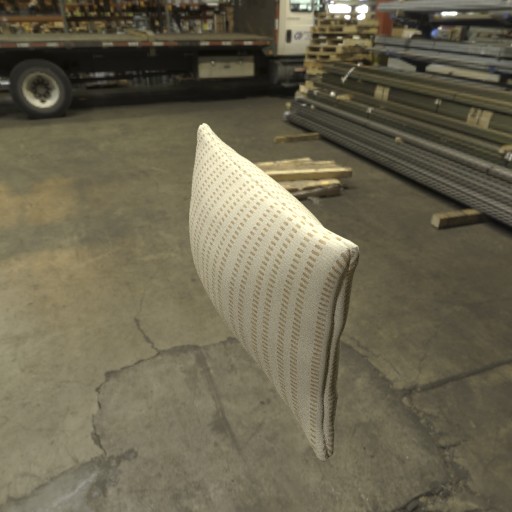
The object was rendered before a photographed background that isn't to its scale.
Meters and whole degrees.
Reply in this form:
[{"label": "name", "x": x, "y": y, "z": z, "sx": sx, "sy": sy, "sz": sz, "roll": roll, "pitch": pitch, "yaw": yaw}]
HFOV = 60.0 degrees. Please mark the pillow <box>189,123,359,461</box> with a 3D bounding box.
[{"label": "pillow", "x": 0.000, "y": 0.000, "z": 0.821, "sx": 0.210, "sy": 0.353, "sz": 0.640, "roll": -11, "pitch": 31, "yaw": -18}]
